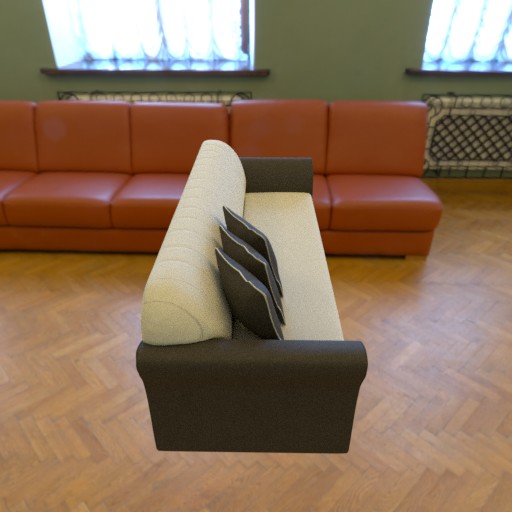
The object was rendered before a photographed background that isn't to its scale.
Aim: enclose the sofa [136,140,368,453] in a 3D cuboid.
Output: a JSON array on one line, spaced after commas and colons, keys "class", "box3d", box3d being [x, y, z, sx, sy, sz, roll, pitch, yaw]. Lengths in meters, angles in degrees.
[{"class": "sofa", "box3d": [0.000, 0.000, 2.378, 0.755, 0.787, 2.001, 0, 31, 1]}]
